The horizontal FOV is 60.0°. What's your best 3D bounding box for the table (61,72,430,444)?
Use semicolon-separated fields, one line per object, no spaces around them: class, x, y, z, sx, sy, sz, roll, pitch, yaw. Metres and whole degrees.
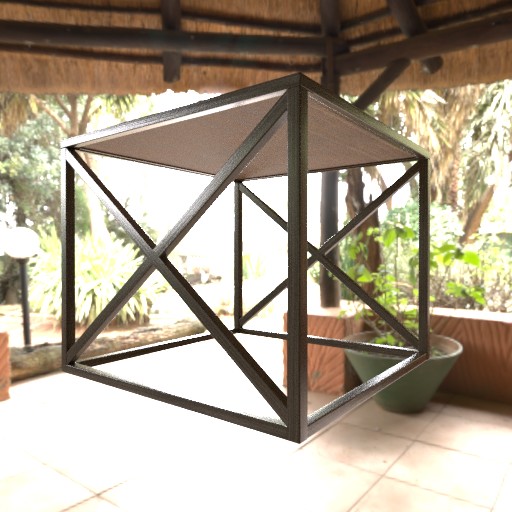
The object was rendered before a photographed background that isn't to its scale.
table;0.000;0.000;1.029;0.611;0.507;0.609;0;1;37
